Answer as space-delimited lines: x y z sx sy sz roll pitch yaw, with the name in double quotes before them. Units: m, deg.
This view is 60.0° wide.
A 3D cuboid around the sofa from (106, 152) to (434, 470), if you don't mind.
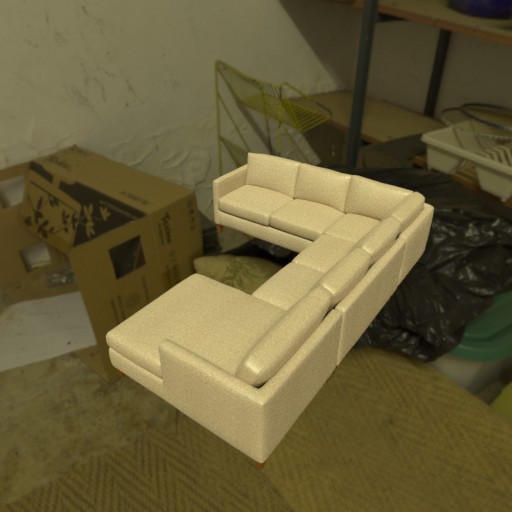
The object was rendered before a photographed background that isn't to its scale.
"sofa" 0.000 0.000 4.629 2.594 0.961 3.460 21 38 30
